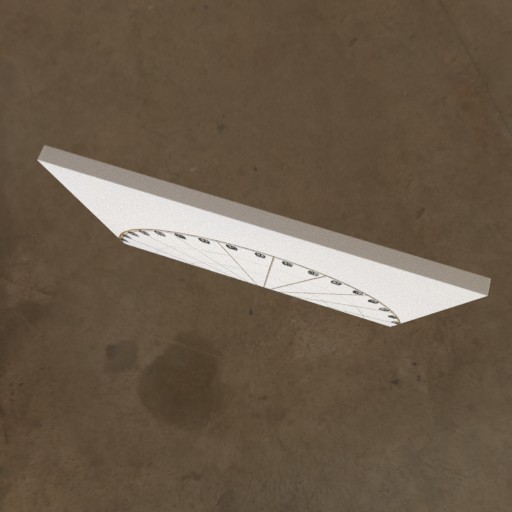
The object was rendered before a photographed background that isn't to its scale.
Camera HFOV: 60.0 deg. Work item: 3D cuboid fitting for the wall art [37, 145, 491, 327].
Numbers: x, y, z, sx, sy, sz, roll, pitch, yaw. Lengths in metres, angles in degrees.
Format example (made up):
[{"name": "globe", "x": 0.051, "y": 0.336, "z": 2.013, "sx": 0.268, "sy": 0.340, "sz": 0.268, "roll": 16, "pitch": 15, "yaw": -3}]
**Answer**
[{"name": "wall art", "x": 0.000, "y": 0.000, "z": 1.137, "sx": 0.898, "sy": 0.601, "sz": 0.038, "roll": 17, "pitch": 76, "yaw": 4}]
